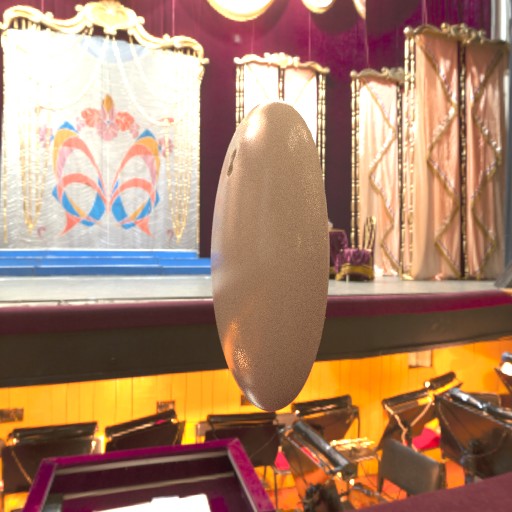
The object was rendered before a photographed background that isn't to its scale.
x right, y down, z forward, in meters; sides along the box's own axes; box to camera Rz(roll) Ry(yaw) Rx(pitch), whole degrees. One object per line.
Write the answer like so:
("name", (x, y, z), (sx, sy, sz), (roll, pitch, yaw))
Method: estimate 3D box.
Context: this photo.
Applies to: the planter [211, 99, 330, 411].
("planter", (0.000, 0.000, 0.282), (0.043, 0.188, 0.185), (0, 0, -18))
